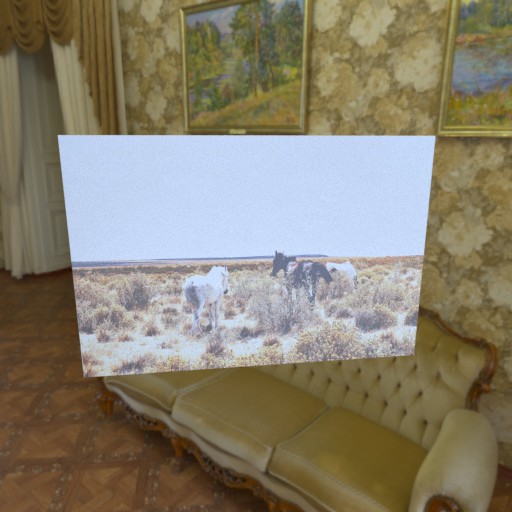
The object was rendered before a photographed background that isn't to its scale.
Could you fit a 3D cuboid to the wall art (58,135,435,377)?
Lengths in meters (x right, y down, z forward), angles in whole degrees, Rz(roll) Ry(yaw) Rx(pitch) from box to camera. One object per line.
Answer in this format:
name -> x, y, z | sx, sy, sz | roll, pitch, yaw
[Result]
wall art -> 0.000, 0.000, 1.164 | 0.914, 0.610, 0.050 | -2, 15, -8
